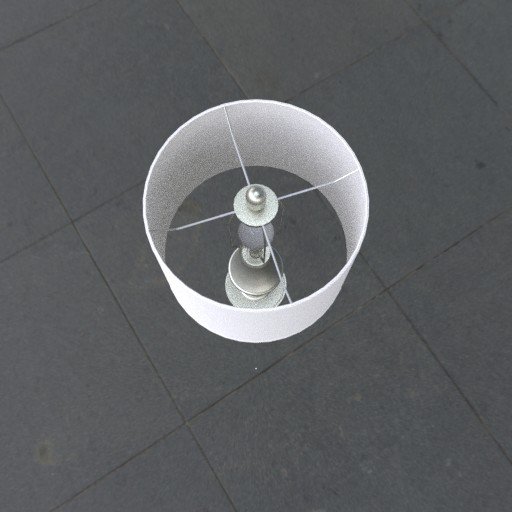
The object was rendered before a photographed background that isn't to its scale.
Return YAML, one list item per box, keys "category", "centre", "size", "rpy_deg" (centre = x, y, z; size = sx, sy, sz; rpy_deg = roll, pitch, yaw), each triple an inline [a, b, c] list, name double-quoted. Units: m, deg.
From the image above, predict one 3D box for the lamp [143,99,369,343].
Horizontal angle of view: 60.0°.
- category: "lamp"
  centre: [0.000, 0.000, 0.979]
  size: [0.383, 0.733, 0.383]
  rpy_deg: [0, 76, 0]
